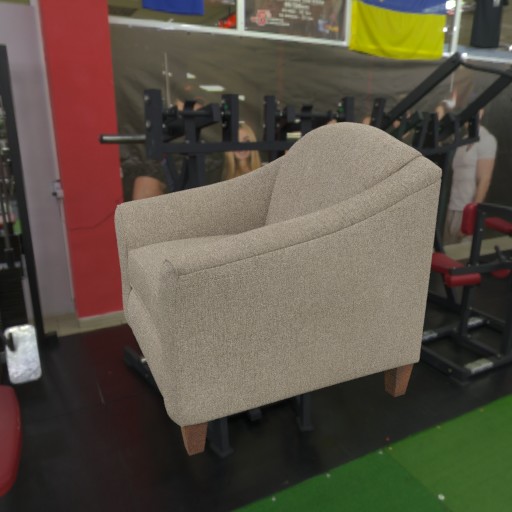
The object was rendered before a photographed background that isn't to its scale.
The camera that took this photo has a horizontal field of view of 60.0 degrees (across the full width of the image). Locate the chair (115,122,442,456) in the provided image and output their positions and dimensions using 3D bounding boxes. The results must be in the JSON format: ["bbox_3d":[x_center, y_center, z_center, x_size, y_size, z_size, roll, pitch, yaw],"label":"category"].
[{"bbox_3d":[0.000,0.000,1.453,0.787,0.839,0.763,-8,19,-24],"label":"chair"}]
